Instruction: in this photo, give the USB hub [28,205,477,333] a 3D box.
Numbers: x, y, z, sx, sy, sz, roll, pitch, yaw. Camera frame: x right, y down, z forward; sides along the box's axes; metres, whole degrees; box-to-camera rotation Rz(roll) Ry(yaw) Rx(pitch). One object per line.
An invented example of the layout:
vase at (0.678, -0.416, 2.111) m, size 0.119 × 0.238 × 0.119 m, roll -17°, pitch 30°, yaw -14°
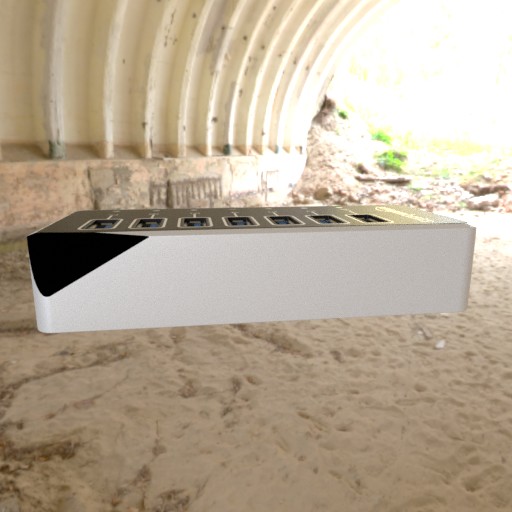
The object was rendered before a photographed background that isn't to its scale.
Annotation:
USB hub at (0.000, 0.000, 0.127) m, size 0.110 × 0.023 × 0.044 m, roll -2°, pitch 13°, yaw -8°
